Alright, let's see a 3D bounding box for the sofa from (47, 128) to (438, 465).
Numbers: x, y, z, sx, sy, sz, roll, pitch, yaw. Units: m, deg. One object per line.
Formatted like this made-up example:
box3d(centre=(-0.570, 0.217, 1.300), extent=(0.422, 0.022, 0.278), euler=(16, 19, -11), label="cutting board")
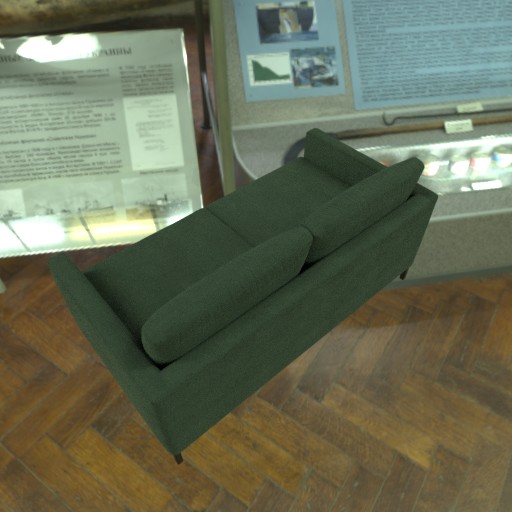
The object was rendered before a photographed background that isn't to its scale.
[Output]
box3d(centre=(0.000, 0.000, 2.183), extent=(1.676, 0.817, 0.875), euler=(-32, 54, -27), label="sofa")
